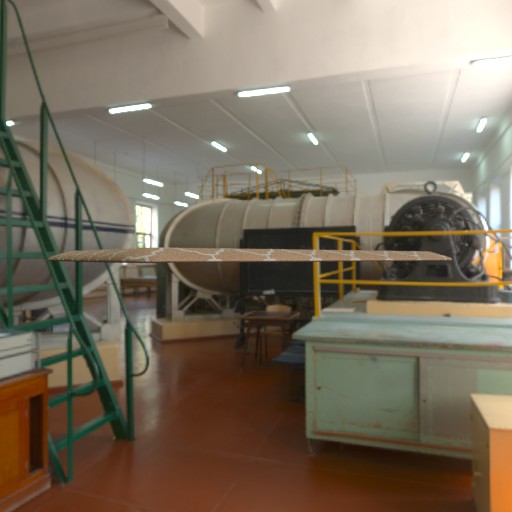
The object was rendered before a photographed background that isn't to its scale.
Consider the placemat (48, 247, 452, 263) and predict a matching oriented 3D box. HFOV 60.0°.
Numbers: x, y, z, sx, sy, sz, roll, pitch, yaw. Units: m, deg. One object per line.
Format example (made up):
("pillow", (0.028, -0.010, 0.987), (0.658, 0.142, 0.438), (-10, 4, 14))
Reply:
("placemat", (0.000, 0.000, 0.978), (0.762, 0.021, 0.508), (0, 0, -36))
